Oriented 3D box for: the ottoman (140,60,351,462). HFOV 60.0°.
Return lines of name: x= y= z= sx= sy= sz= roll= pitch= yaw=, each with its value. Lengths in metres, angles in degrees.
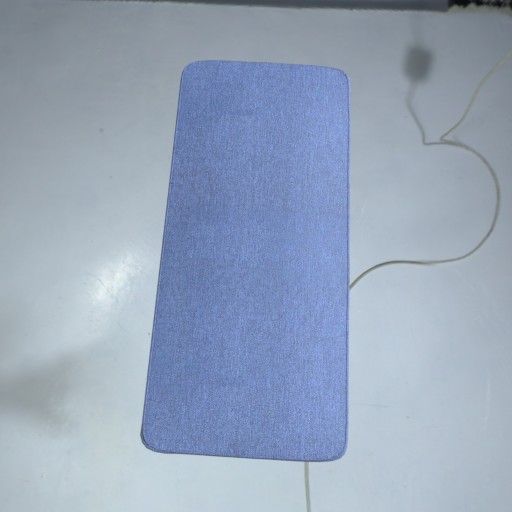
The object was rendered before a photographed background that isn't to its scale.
ottoman: x=0.000 y=0.000 z=1.387 sx=0.515 sy=0.460 sz=1.110 roll=3 pitch=76 yaw=1
